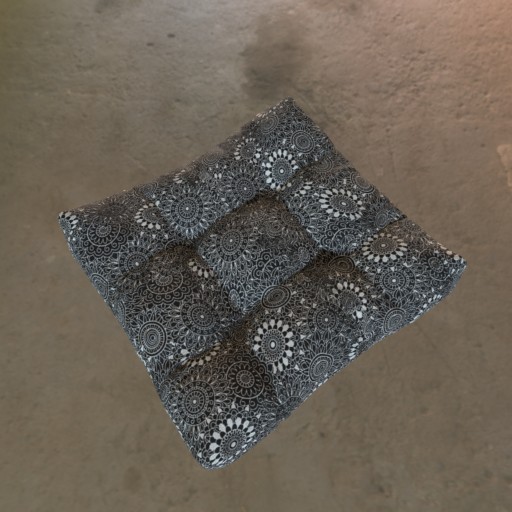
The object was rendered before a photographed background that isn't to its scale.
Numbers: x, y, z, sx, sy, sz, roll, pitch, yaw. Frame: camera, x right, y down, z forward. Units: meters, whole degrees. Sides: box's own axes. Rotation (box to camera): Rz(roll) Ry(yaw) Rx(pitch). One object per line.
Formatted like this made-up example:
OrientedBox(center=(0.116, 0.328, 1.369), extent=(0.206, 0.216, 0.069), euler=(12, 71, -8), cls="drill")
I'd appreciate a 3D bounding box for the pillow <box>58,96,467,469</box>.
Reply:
OrientedBox(center=(0.000, 0.000, 0.731), extent=(0.490, 0.128, 0.468), euler=(-33, 67, -15), cls="pillow")
